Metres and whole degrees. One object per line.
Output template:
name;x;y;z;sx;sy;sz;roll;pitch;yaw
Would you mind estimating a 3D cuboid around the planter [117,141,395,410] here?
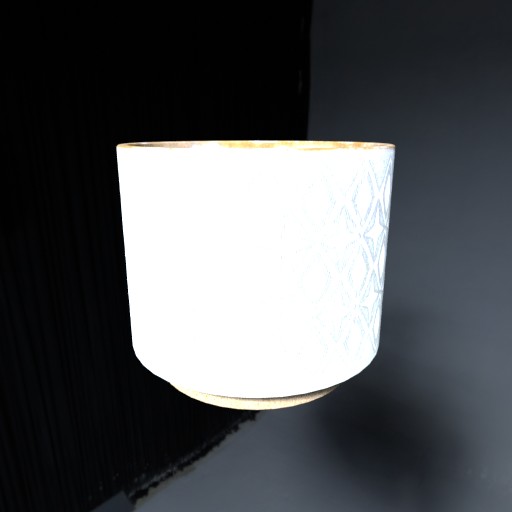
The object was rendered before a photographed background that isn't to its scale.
planter;0.000;0.000;0.453;0.255;0.223;0.255;0;16;0
